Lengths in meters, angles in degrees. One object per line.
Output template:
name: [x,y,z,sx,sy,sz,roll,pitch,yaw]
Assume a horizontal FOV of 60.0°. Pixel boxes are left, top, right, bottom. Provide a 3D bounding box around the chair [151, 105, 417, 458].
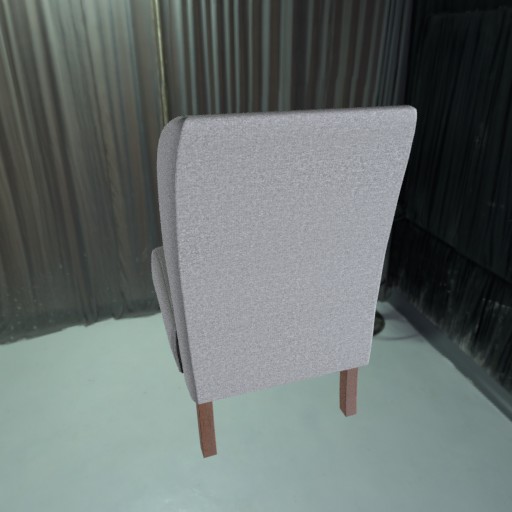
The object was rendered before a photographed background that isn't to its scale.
chair: [0.000,0.000,1.163,0.513,0.804,0.592,-9,27,-18]
